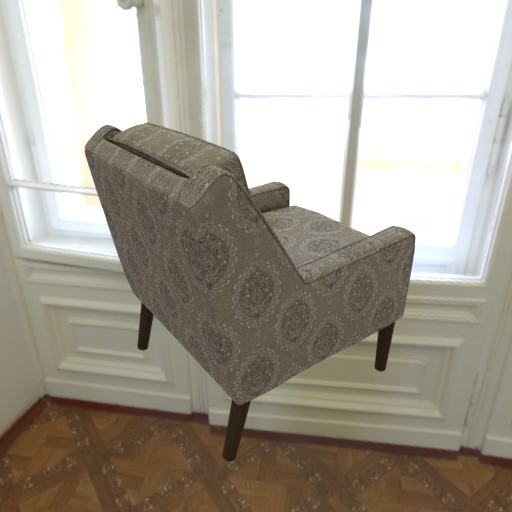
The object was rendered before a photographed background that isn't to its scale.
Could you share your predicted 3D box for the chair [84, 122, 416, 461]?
[{"bbox_3d":[0.000,0.000,1.370,0.750,0.797,0.665,-18,31,-32],"label":"chair"}]
